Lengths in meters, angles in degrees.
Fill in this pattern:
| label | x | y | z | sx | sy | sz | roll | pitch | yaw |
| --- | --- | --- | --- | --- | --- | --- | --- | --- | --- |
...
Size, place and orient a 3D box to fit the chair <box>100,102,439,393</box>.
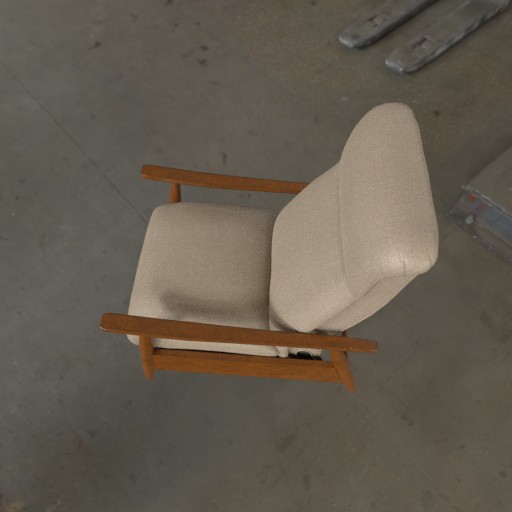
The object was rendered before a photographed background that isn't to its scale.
| label | x | y | z | sx | sy | sz | roll | pitch | yaw |
| --- | --- | --- | --- | --- | --- | --- | --- | --- | --- |
| chair | 0.000 | 0.000 | 1.770 | 1.032 | 1.082 | 0.762 | 3 | 58 | 2 |
